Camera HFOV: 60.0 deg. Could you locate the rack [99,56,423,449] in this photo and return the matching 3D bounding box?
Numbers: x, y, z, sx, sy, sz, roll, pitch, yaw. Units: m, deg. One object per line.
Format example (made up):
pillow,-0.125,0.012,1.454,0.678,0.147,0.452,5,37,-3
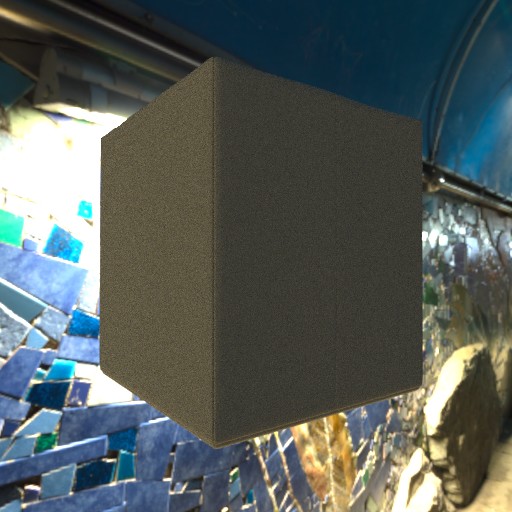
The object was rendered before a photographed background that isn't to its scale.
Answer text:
rack,0.000,0.000,0.495,0.270,0.280,0.270,0,0,-36
